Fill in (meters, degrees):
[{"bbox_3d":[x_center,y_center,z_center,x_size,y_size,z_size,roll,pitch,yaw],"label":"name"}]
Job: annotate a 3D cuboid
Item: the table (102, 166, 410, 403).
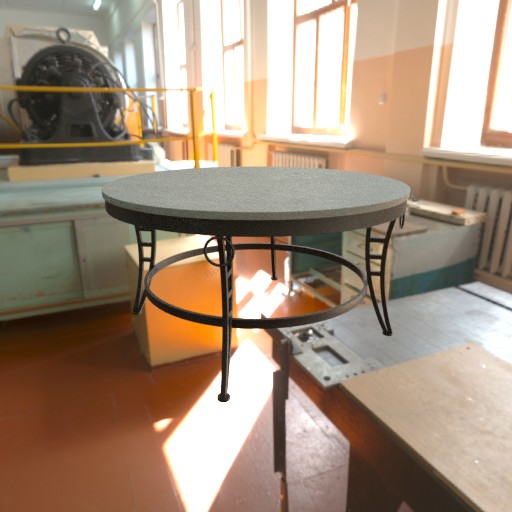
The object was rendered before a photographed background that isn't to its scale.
[{"bbox_3d":[0.000,0.000,1.414,0.889,0.470,0.889,0,17,0],"label":"table"}]
